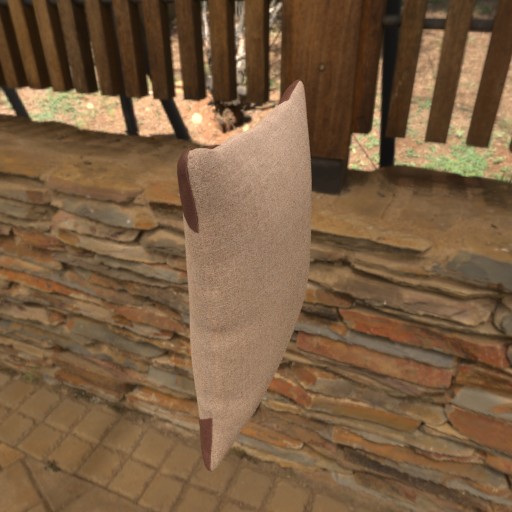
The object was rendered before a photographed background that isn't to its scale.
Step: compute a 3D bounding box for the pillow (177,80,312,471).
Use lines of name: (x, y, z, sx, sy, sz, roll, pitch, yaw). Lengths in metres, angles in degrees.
pillow: (0.000, 0.000, 0.677, 0.147, 0.448, 0.437, 9, 31, 15)
